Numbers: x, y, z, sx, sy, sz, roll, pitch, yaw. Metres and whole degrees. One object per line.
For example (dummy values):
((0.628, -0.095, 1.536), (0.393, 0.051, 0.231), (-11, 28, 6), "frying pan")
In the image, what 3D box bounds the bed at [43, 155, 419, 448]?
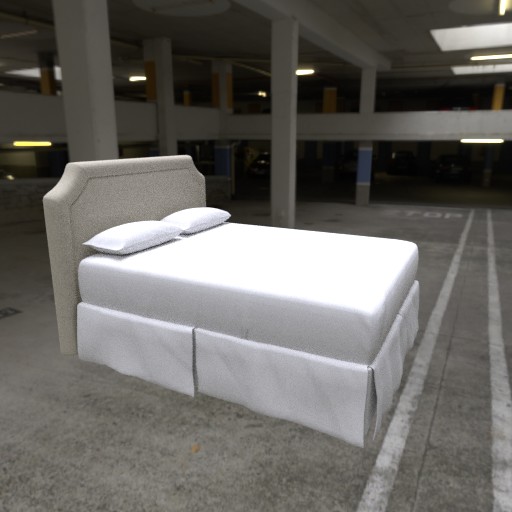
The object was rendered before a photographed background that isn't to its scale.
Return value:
((0.000, 0.000, 3.094), (2.116, 1.290, 1.693), (8, 17, 26), "bed")
